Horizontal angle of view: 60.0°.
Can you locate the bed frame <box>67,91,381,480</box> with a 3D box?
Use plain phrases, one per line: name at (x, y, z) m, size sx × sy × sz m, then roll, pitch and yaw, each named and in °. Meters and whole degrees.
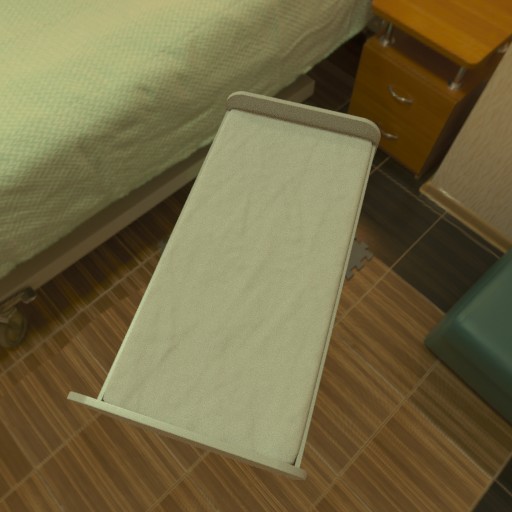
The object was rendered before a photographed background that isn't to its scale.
bed frame at (0.000, 0.000, 2.405) m, size 0.998 × 0.805 × 1.963 m, roll 15°, pitch 64°, yaw 8°
